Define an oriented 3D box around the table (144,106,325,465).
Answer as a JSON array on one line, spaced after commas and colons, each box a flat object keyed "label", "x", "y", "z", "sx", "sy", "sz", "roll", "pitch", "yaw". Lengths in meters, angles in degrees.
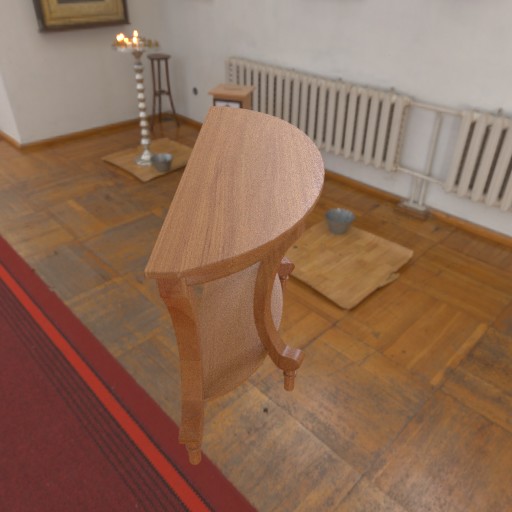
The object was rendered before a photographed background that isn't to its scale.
[{"label": "table", "x": 0.000, "y": 0.000, "z": 1.500, "sx": 0.394, "sy": 0.692, "sz": 1.198, "roll": 0, "pitch": 33, "yaw": 1}]
